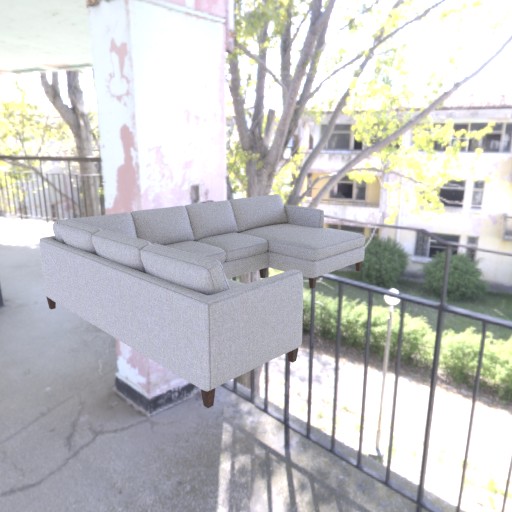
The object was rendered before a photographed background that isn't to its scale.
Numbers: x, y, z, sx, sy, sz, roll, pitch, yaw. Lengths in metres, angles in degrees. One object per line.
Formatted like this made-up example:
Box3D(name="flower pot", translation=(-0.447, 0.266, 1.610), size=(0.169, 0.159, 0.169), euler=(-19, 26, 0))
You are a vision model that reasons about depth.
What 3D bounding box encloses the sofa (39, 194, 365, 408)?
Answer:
Box3D(name="sofa", translation=(0.000, 0.000, 4.589), size=(2.551, 0.889, 3.403), euler=(14, 20, 43))
